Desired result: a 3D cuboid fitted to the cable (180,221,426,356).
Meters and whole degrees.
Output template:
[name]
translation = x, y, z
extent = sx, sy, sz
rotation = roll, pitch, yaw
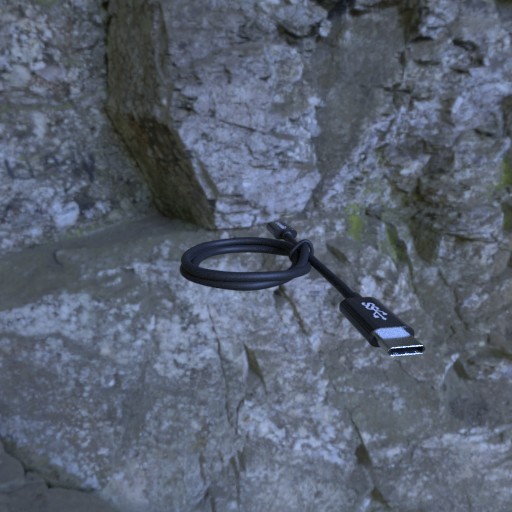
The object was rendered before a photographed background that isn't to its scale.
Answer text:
[cable]
translation = 0.000, 0.000, 0.205
extent = 0.070, 0.014, 0.186
rotation = -2, 15, -9
